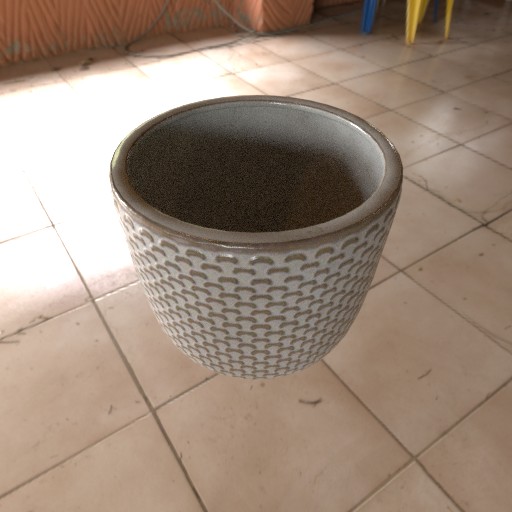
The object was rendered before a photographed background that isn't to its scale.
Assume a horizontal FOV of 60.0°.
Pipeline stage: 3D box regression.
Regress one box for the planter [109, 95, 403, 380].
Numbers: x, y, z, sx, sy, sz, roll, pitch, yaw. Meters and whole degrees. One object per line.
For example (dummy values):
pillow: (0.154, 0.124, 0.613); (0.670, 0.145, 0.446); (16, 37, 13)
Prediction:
planter: (0.000, 0.000, 0.363); (0.197, 0.191, 0.197); (0, 42, 0)
